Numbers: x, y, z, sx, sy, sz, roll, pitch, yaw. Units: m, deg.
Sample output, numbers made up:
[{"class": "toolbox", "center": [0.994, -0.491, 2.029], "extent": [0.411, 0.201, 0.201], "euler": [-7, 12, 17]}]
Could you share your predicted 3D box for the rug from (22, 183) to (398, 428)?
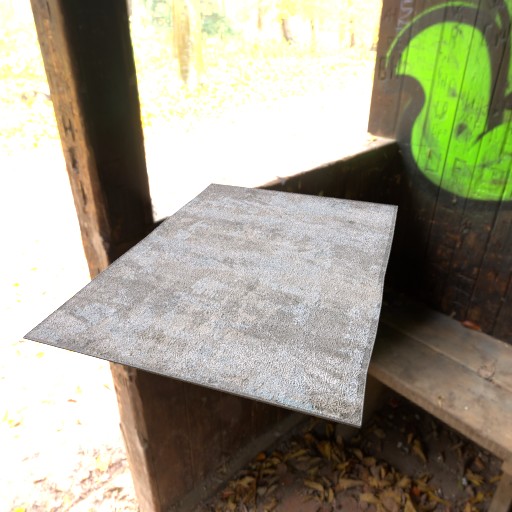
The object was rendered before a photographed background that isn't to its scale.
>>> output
[{"class": "rug", "center": [0.000, 0.000, 4.176], "extent": [2.393, 0.013, 3.307], "euler": [10, 31, 16]}]
